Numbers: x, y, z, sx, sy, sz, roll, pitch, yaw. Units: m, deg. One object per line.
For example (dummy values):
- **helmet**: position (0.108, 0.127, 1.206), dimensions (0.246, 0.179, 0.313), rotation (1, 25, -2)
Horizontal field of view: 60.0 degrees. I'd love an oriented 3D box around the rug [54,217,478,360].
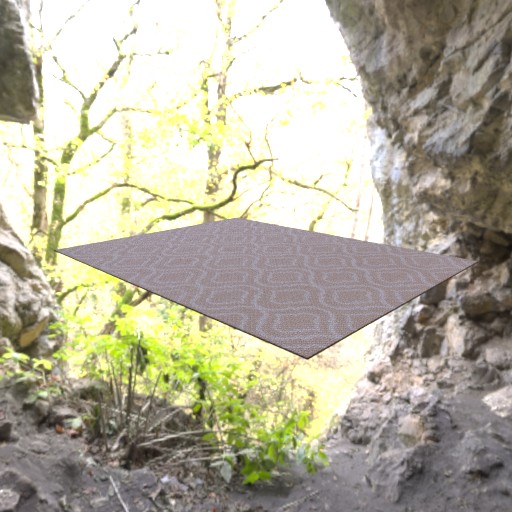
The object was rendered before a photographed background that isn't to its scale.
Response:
- **rug**: position (0.000, 0.000, 3.839), dimensions (2.894, 0.013, 2.286), rotation (14, 21, 42)
